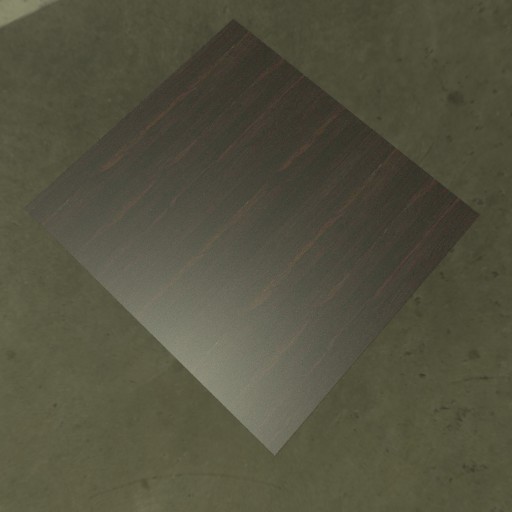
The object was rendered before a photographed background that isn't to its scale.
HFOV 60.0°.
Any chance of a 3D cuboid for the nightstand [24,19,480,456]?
[{"bbox_3d":[0.000,0.000,0.804,0.461,0.460,0.400,42,80,9],"label":"nightstand"}]
